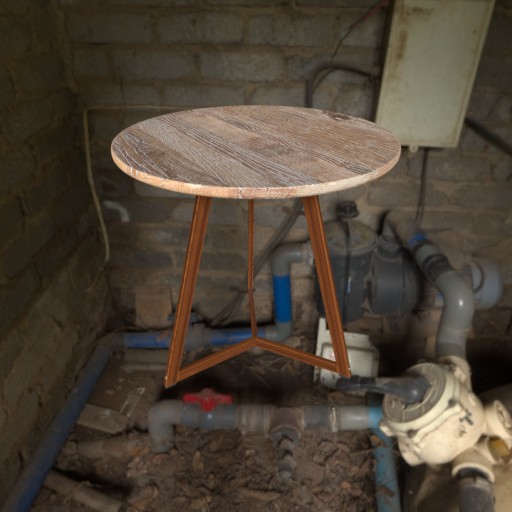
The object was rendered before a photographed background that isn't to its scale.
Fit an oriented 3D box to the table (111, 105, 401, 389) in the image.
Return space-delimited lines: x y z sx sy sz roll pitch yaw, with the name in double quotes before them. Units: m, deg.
"table" 0.000 0.000 0.919 0.500 0.500 0.500 0 31 0
